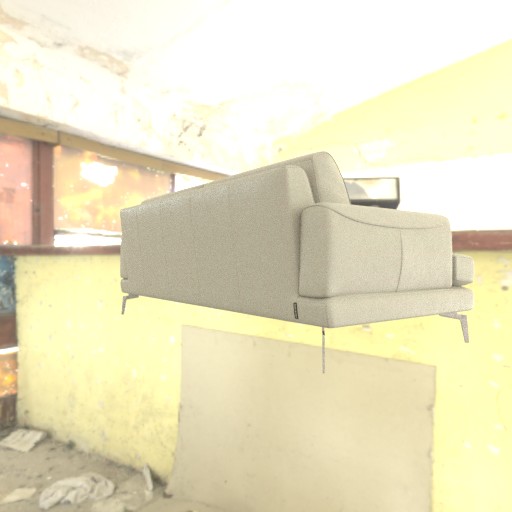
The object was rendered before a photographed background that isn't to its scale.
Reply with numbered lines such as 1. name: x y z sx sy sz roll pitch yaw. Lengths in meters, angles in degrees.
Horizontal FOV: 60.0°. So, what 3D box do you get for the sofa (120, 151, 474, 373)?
1. sofa: 0.000 0.000 2.420 0.974 0.765 1.940 0 -1 -36
